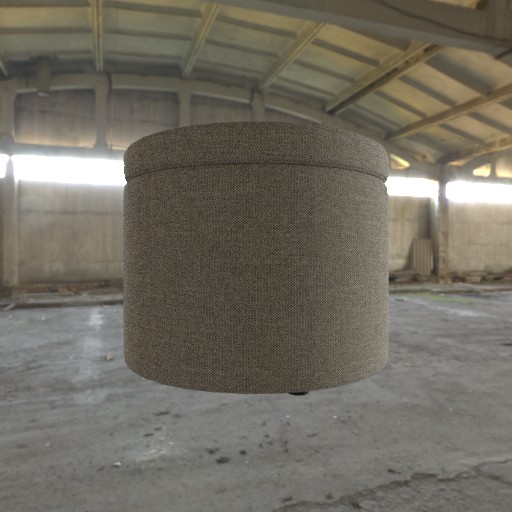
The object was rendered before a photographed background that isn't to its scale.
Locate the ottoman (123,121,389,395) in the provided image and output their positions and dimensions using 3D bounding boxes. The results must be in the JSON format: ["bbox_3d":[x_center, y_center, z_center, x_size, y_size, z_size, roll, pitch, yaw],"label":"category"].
[{"bbox_3d":[0.000,0.000,0.872,0.500,0.419,0.500,0,0,0],"label":"ottoman"}]
